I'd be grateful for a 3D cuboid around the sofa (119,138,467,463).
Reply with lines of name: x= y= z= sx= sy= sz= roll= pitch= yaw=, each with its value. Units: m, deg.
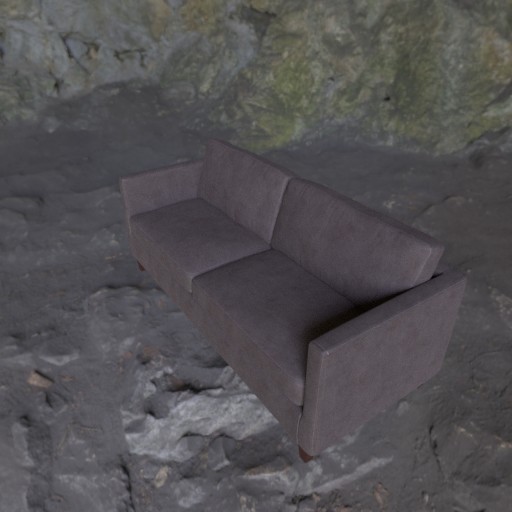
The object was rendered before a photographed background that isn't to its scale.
sofa: x=0.000 y=0.000 z=2.760 sx=0.951 sy=0.965 sz=2.208 roll=-20 pitch=36 yaw=-29
